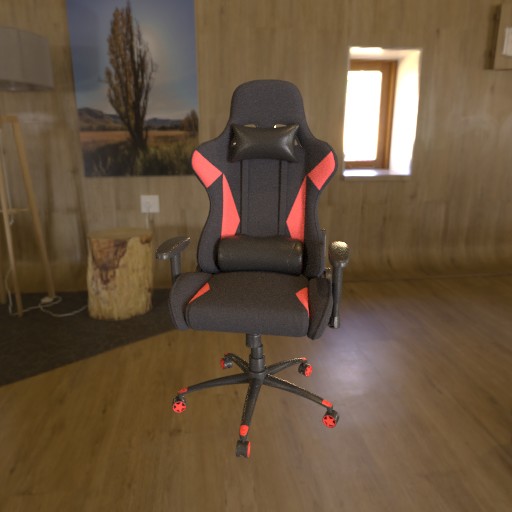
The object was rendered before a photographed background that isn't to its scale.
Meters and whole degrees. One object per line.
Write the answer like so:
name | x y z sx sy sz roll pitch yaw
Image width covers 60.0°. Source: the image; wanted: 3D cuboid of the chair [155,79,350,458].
chair | 0.000 0.000 1.707 0.695 1.326 0.658 2 16 9
